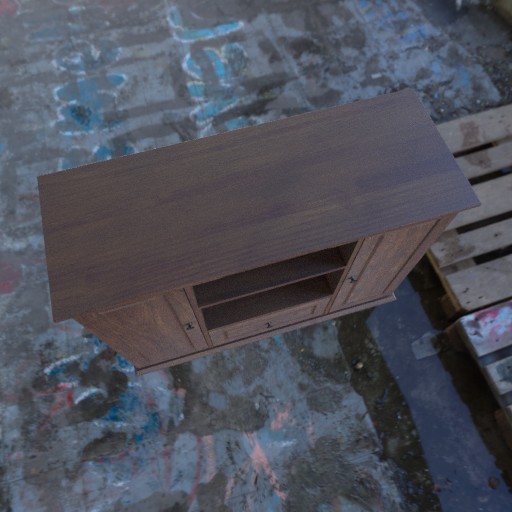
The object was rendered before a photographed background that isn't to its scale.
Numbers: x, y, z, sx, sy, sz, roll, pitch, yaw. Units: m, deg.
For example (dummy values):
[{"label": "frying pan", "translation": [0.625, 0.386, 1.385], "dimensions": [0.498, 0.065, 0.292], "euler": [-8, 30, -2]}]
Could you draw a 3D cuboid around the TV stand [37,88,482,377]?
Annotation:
[{"label": "TV stand", "translation": [0.000, 0.000, 1.503], "dimensions": [1.067, 0.813, 0.406], "euler": [-15, 66, -7]}]
